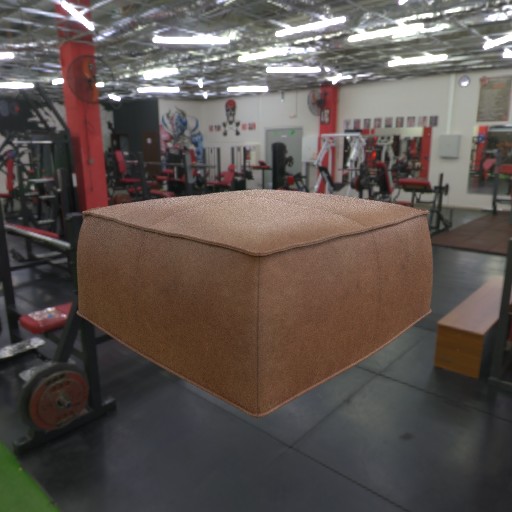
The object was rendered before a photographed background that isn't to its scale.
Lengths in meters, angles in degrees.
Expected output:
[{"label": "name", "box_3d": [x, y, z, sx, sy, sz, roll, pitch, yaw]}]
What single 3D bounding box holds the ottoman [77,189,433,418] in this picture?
[{"label": "ottoman", "box_3d": [0.000, 0.000, 1.454, 0.901, 0.395, 0.902, 14, 20, 43]}]
